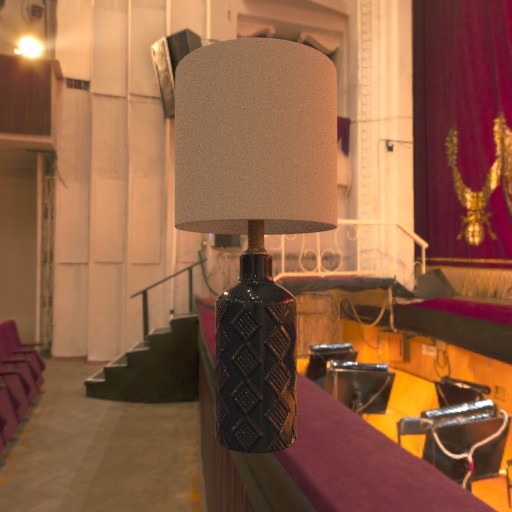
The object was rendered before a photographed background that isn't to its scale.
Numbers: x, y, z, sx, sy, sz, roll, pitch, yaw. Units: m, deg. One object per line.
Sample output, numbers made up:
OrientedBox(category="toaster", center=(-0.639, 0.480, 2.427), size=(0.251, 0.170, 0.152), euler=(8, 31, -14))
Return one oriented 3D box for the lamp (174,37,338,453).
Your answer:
OrientedBox(category="lamp", center=(0.000, 0.000, 0.569), size=(0.207, 0.461, 0.207), euler=(1, -2, -18))
